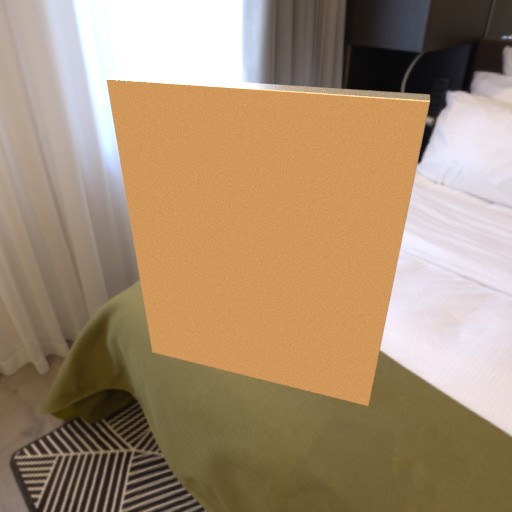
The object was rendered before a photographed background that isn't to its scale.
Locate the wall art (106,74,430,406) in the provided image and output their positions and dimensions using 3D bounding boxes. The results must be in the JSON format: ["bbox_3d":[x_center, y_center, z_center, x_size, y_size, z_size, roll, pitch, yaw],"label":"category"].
[{"bbox_3d":[0.000,0.000,0.753,0.452,0.549,0.038,10,33,15],"label":"wall art"}]
